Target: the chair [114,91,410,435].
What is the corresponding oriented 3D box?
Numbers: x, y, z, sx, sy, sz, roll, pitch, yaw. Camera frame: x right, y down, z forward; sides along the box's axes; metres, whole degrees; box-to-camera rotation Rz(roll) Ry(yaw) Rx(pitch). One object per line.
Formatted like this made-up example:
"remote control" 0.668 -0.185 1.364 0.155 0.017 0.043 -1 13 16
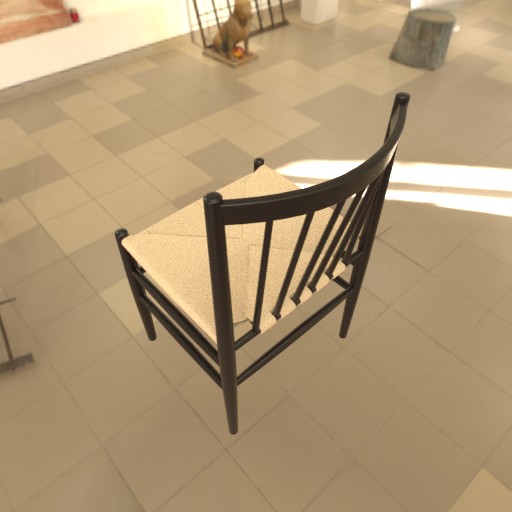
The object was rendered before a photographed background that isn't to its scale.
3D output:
"chair" 0.000 0.000 1.110 0.495 0.818 0.516 -33 55 -28
